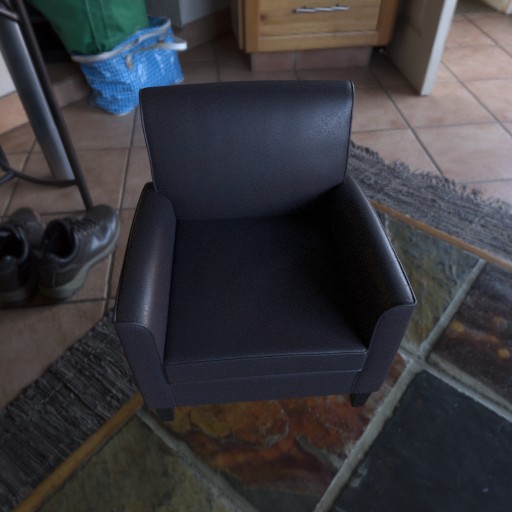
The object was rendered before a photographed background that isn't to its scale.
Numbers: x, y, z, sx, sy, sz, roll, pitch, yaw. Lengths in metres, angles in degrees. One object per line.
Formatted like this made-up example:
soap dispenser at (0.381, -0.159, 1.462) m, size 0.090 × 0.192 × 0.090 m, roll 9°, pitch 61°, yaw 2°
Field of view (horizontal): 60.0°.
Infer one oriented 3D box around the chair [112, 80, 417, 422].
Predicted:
chair at (0.000, 0.000, 1.567) m, size 0.820 × 0.916 × 0.819 m, roll -3°, pitch 46°, yaw -3°
